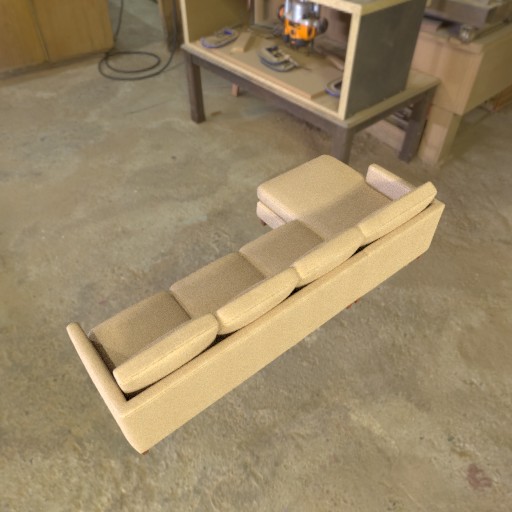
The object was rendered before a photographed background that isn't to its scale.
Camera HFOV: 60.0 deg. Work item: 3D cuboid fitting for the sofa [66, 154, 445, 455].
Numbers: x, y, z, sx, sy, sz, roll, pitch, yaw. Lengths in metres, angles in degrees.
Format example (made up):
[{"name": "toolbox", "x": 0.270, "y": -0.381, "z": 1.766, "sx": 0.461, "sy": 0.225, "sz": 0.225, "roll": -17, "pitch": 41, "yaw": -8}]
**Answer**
[{"name": "sofa", "x": 0.000, "y": 0.000, "z": 3.834, "sx": 3.201, "sy": 0.876, "sz": 1.502, "roll": -30, "pitch": 53, "yaw": -26}]
